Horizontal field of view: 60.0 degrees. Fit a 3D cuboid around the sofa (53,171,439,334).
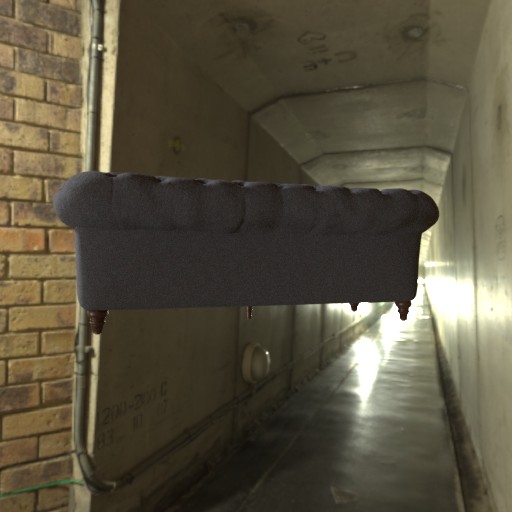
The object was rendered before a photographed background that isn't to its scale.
[{"bbox_3d":[0.000,0.000,2.774,2.335,0.836,1.046,0,-1,-17],"label":"sofa"}]
